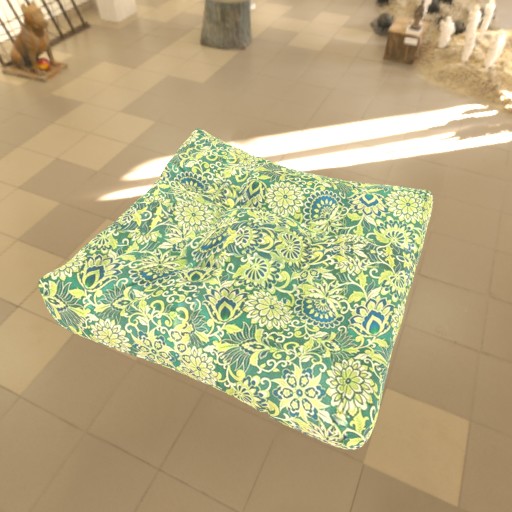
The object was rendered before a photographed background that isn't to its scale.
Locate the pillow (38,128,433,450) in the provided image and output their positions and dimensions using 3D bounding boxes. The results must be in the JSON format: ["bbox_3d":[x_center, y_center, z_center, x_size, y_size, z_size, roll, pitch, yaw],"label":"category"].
[{"bbox_3d":[0.000,0.000,0.722,0.490,0.128,0.468,18,50,16],"label":"pillow"}]
